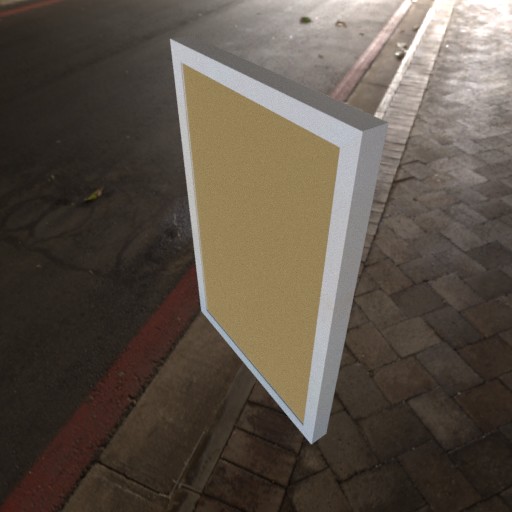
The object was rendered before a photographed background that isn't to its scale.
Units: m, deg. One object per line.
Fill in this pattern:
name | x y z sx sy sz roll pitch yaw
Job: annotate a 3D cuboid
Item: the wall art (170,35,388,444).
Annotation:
wall art | 0.000 0.000 0.759 0.038 0.611 0.408 -24 46 -26
